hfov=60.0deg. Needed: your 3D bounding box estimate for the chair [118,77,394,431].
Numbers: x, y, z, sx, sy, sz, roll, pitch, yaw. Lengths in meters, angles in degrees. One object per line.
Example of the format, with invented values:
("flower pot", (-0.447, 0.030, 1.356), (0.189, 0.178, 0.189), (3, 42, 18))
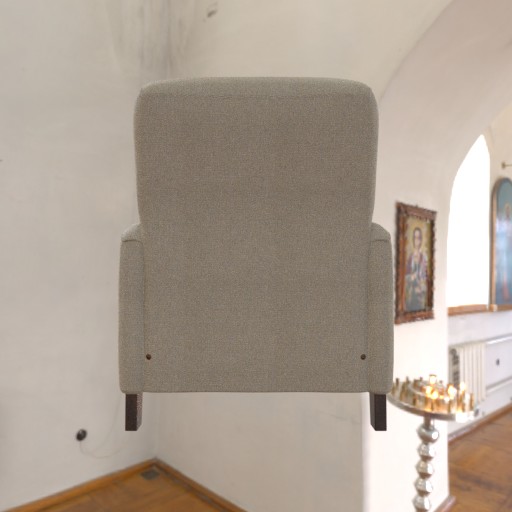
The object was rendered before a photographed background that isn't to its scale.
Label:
("chair", (0.000, 0.000, 1.606), (0.850, 1.006, 0.853), (0, -1, 0))
